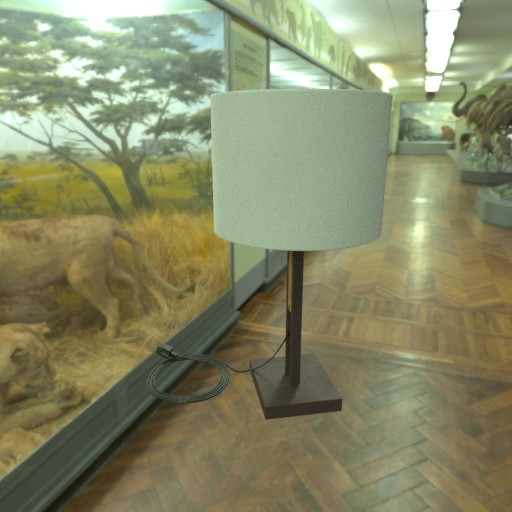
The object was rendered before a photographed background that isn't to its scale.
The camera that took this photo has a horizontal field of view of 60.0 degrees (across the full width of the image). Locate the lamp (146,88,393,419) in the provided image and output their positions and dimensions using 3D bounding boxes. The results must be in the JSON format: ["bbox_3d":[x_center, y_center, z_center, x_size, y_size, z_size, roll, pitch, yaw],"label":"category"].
[{"bbox_3d":[0.000,0.000,0.982,0.525,0.668,0.396,-3,17,-10],"label":"lamp"}]
